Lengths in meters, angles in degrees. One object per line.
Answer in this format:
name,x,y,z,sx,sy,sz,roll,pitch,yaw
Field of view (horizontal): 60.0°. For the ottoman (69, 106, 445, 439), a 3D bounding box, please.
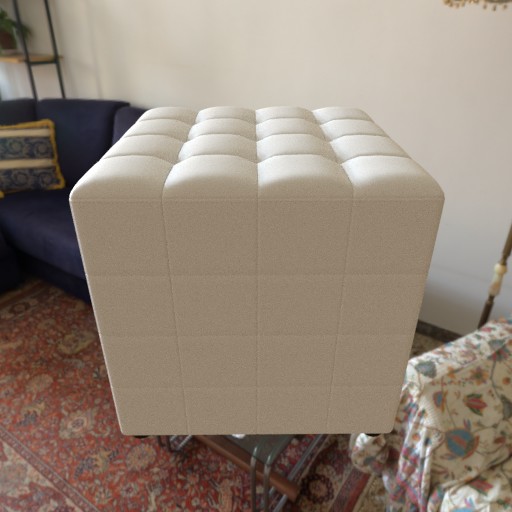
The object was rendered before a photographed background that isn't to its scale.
ottoman,0.000,0.000,0.773,0.425,0.432,0.425,0,30,0
